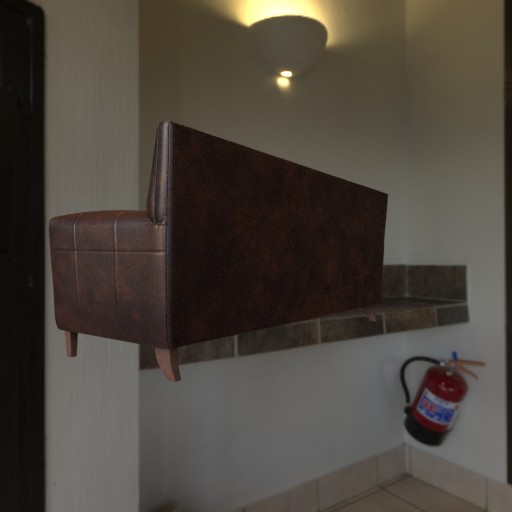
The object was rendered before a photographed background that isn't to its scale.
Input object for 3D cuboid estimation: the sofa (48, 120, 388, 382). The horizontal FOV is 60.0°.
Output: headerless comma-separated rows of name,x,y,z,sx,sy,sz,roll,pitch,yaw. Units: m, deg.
sofa,0.000,0.000,2.453,0.786,0.871,1.995,0,-1,36
